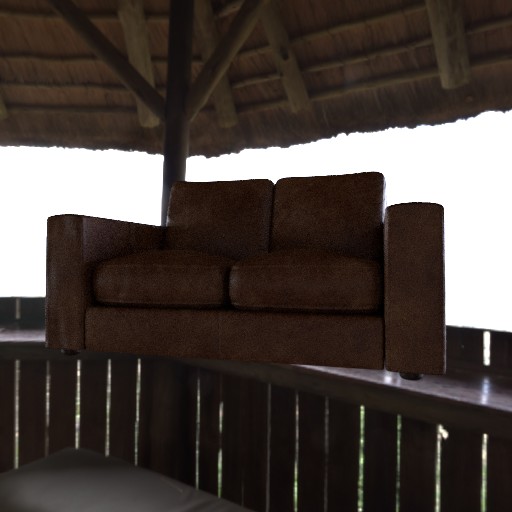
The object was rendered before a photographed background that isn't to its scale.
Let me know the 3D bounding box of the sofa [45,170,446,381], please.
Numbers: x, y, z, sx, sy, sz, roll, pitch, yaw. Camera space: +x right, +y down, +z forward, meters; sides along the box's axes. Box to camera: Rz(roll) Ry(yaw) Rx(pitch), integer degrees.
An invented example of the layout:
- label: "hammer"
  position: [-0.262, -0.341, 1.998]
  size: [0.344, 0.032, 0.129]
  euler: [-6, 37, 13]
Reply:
- label: "sofa"
  position: [0.000, 0.000, 2.190]
  size: [1.626, 0.889, 1.041]
  euler: [0, 0, 16]
